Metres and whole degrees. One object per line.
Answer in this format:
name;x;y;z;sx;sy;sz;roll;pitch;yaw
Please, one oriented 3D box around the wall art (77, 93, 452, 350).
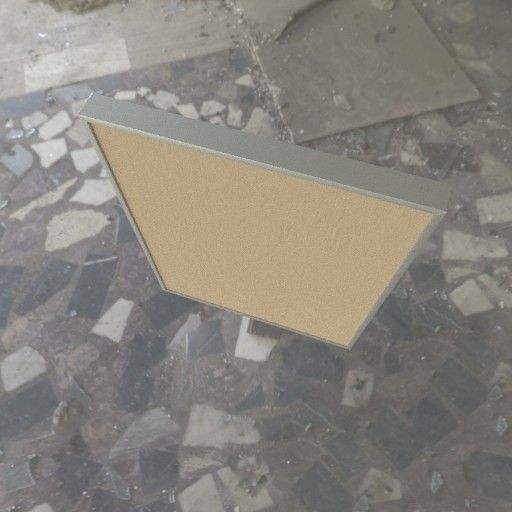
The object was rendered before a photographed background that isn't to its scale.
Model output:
wall art;0.000;0.000;0.760;0.445;0.553;0.039;17;64;8
